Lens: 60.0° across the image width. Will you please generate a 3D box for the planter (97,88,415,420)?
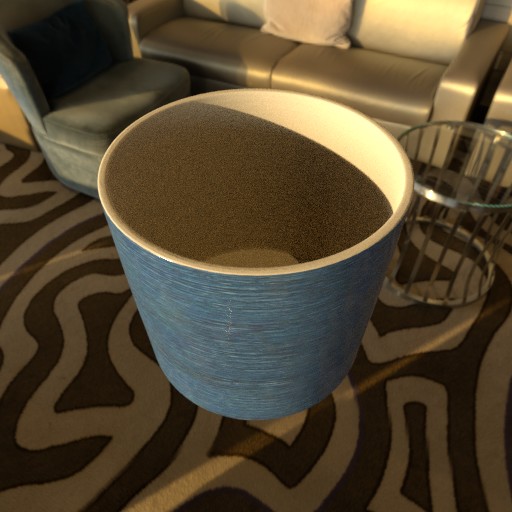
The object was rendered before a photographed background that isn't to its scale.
[{"bbox_3d":[0.000,0.000,0.391,0.221,0.201,0.221,0,46,0],"label":"planter"}]
